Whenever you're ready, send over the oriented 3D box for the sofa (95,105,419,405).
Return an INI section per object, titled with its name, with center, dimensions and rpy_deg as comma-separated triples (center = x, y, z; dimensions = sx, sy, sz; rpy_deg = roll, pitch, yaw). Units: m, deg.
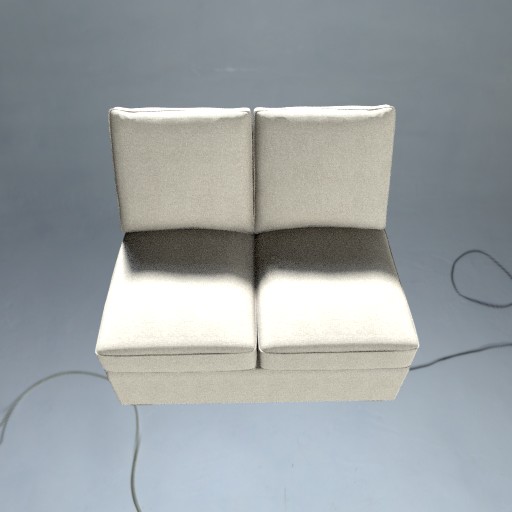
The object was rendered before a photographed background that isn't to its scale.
[sofa]
center = 0.000, 0.000, 1.940
dimensions = 1.232, 1.006, 0.978
rpy_deg = -1, 46, -1
